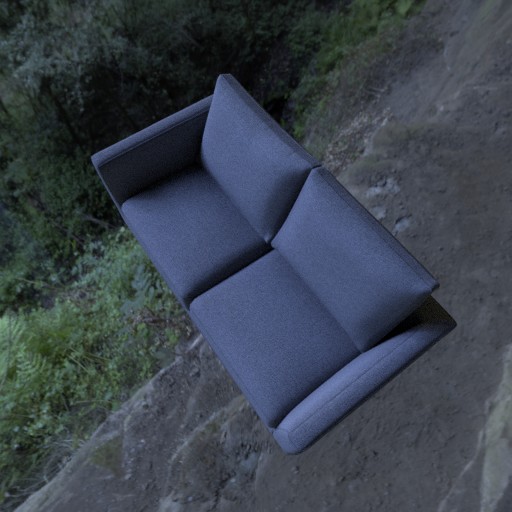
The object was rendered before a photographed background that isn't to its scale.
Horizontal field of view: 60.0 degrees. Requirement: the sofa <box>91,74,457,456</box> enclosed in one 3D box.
[{"bbox_3d":[0.000,0.000,2.098,0.803,0.924,1.594,-33,67,-16],"label":"sofa"}]
